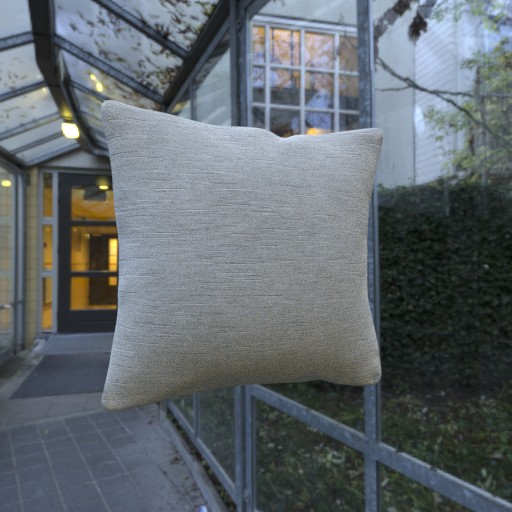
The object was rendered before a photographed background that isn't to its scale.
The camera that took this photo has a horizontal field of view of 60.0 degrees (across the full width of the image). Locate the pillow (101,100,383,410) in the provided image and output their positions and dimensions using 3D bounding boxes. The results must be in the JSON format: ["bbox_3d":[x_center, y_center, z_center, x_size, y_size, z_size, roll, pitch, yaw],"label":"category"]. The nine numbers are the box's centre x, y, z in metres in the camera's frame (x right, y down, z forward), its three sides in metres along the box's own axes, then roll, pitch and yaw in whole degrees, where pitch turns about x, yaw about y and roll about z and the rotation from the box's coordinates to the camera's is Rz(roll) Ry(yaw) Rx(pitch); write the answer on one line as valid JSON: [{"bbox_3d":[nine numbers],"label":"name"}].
[{"bbox_3d":[0.000,0.000,0.661,0.437,0.420,0.162,0,-1,-18],"label":"pillow"}]
